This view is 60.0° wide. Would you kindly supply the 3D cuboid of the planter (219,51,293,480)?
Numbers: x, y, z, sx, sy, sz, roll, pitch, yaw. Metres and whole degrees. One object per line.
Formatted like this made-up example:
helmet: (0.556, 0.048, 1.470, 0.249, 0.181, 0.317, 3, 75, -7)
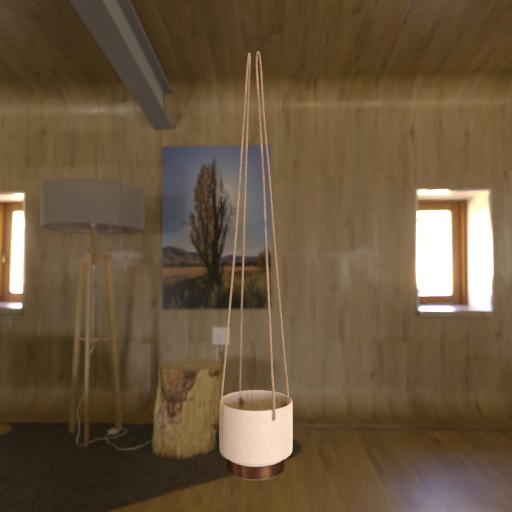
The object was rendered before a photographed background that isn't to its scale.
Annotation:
planter: (0.000, 0.000, 0.897, 0.146, 0.841, 0.146, -1, -2, 18)
